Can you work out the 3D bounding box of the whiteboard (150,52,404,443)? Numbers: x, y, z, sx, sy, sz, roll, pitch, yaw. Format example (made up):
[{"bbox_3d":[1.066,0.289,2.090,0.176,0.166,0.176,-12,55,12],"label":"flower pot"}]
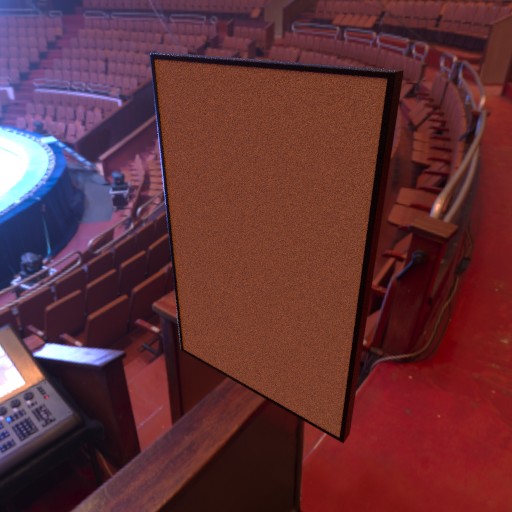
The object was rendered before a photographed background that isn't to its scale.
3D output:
[{"bbox_3d":[0.000,0.000,0.751,0.406,0.611,0.026,20,35,32],"label":"whiteboard"}]
